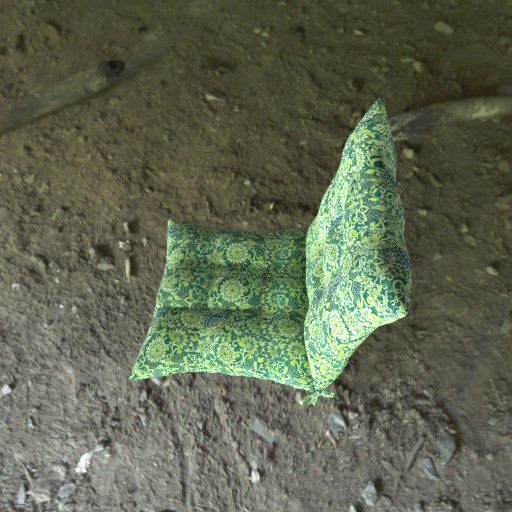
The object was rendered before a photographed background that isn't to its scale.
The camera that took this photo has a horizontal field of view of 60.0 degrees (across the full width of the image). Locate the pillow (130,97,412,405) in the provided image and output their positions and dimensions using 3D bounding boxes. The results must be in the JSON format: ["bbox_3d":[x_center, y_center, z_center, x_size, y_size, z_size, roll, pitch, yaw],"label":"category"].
[{"bbox_3d":[0.000,0.000,1.033,0.585,0.536,0.541,4,58,3],"label":"pillow"}]
